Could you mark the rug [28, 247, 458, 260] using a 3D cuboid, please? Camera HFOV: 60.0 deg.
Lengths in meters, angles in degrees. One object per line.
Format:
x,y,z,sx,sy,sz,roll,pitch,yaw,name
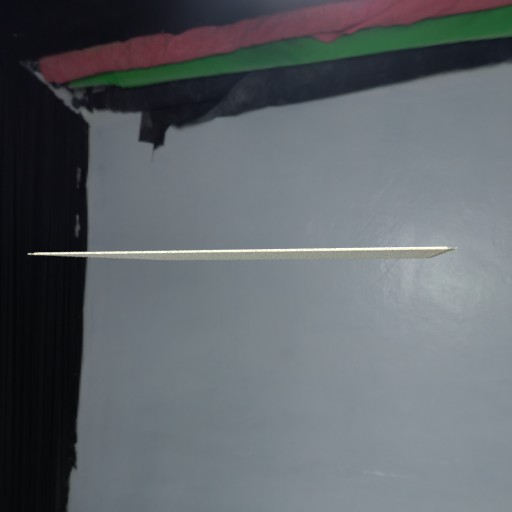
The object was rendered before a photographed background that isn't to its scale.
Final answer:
0.000,0.000,2.890,2.233,0.011,1.514,-1,-2,18,rug
